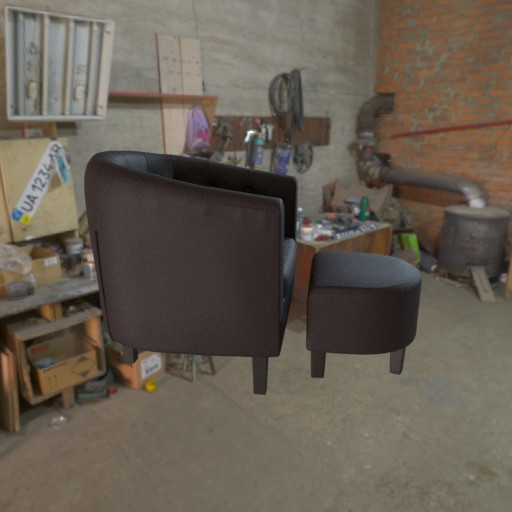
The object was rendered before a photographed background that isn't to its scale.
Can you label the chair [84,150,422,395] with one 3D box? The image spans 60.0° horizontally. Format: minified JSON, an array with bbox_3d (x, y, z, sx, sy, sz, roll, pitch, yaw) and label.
[{"bbox_3d":[0.000,0.000,1.657,1.191,0.760,0.763,2,16,8],"label":"chair"}]
